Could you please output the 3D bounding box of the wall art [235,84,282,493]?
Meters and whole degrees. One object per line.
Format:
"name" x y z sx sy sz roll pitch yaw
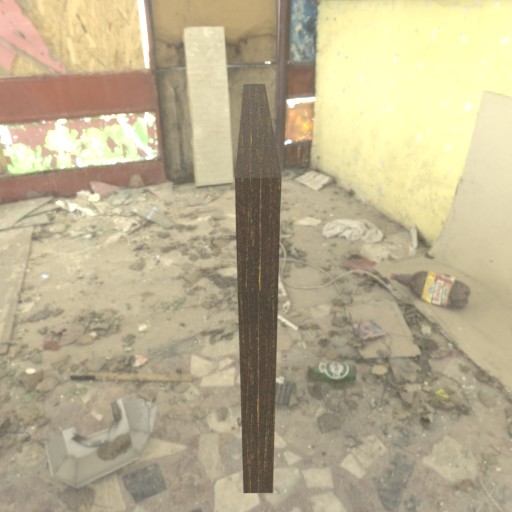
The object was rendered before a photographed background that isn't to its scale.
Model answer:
"wall art" 0.000 0.000 0.528 0.031 0.330 0.381 0 30 -1
